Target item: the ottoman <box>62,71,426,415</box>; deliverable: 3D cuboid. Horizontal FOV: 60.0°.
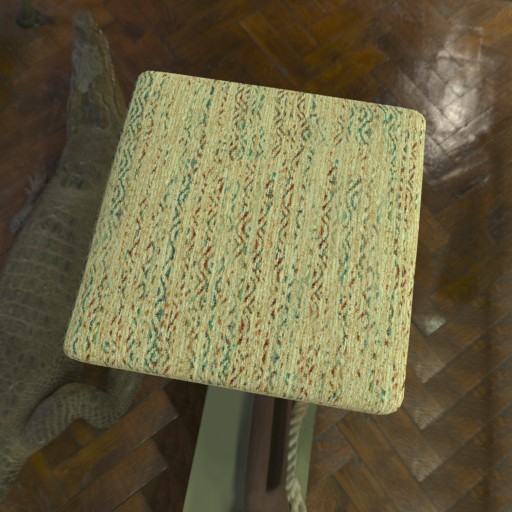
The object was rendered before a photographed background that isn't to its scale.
[{"bbox_3d":[0.000,0.000,0.889,0.521,0.453,0.512,9,75,2],"label":"ottoman"}]
